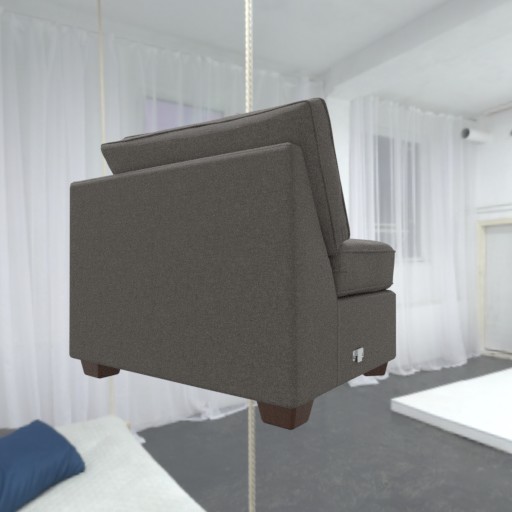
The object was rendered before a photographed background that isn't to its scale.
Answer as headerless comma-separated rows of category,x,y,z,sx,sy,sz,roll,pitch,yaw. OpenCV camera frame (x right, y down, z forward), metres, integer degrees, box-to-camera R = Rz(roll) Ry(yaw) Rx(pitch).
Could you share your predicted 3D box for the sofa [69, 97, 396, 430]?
sofa,0.000,0.000,1.825,1.050,0.951,1.042,0,-1,37
